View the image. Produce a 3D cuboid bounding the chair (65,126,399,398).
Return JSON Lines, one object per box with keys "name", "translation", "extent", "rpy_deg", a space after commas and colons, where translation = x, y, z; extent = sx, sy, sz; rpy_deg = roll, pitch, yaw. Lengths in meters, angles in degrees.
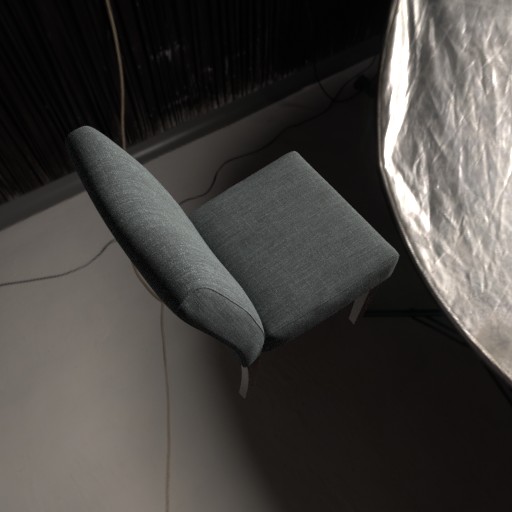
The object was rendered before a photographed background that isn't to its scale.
{"name": "chair", "translation": [0.000, 0.000, 1.206], "extent": [0.629, 0.884, 0.487], "rpy_deg": [-31, 64, -17]}
